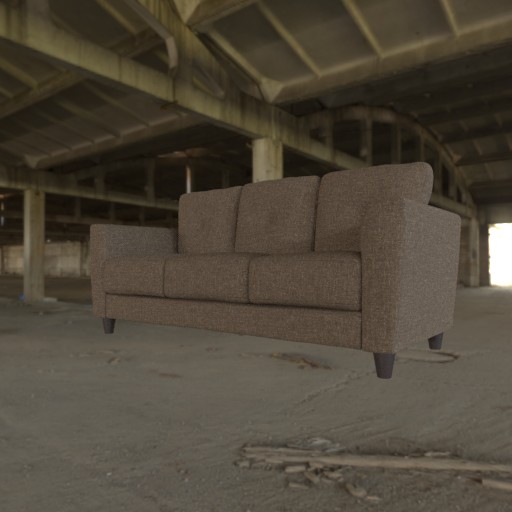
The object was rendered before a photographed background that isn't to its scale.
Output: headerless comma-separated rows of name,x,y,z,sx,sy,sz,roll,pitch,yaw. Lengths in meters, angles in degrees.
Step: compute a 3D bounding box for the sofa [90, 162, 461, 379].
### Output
sofa,0.000,0.000,2.346,1.847,0.891,0.837,-1,-1,37
